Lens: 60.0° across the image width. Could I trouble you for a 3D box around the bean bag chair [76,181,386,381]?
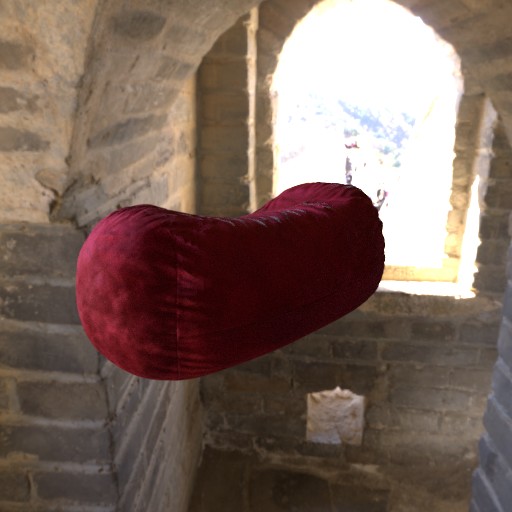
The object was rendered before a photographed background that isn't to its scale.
[{"bbox_3d":[0.000,0.000,2.940,2.293,0.867,1.216,-15,22,-42],"label":"bean bag chair"}]
